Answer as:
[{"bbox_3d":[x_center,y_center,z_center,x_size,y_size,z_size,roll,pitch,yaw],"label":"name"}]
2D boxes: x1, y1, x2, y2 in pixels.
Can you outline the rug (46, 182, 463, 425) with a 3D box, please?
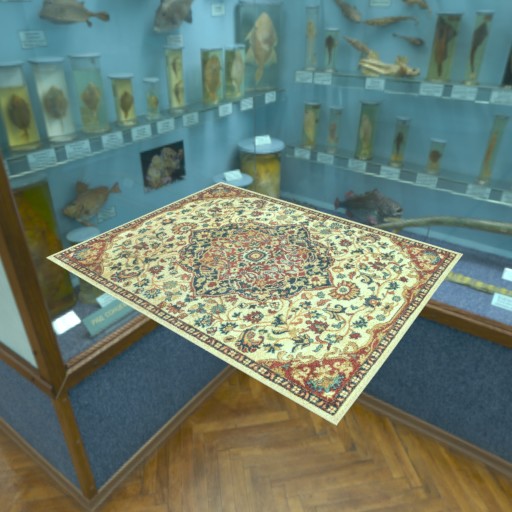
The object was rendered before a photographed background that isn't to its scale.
[{"bbox_3d":[0.000,0.000,4.172,3.067,0.005,2.454,21,37,32],"label":"rug"}]
